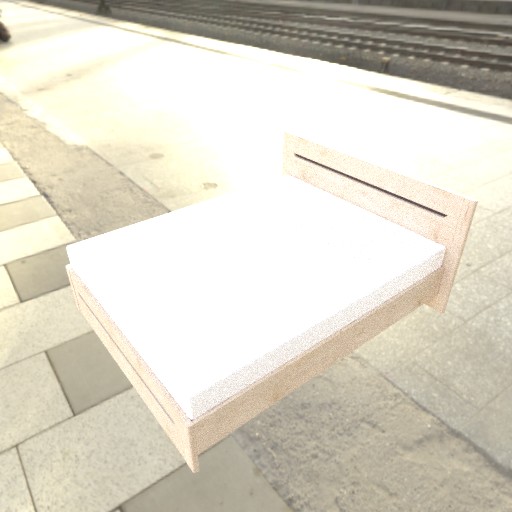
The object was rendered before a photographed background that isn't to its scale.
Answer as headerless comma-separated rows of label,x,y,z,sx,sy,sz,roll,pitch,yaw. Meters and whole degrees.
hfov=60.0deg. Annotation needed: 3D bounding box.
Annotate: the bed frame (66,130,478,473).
bed frame,0.000,0.000,3.033,2.080,0.900,1.800,-23,40,-31
